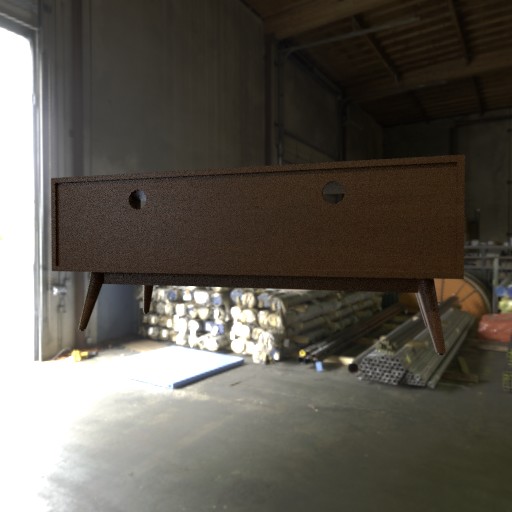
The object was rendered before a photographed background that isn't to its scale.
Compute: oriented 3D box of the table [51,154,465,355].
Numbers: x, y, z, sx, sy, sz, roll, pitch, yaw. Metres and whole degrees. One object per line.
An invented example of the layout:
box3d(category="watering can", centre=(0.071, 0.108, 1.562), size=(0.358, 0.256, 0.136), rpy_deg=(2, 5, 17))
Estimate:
box3d(category="table", centre=(0.000, 0.000, 1.384), size=(1.119, 0.464, 0.490), rpy_deg=(0, 1, 17))
